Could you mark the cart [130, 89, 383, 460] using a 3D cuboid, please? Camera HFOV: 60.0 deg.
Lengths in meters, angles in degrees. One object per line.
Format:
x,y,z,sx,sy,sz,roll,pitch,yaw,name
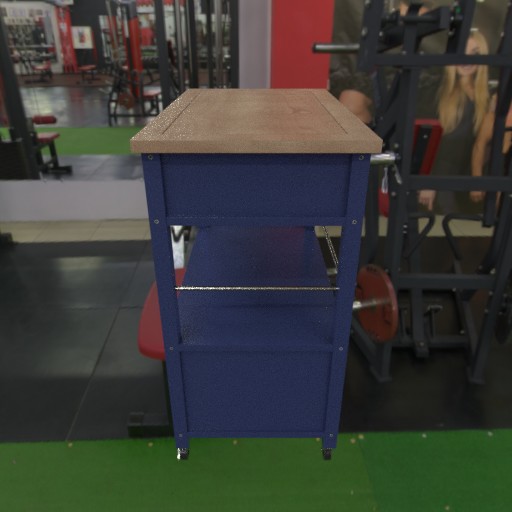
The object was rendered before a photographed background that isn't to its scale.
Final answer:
0.000,0.000,1.377,0.459,0.901,0.840,0,27,0,cart
